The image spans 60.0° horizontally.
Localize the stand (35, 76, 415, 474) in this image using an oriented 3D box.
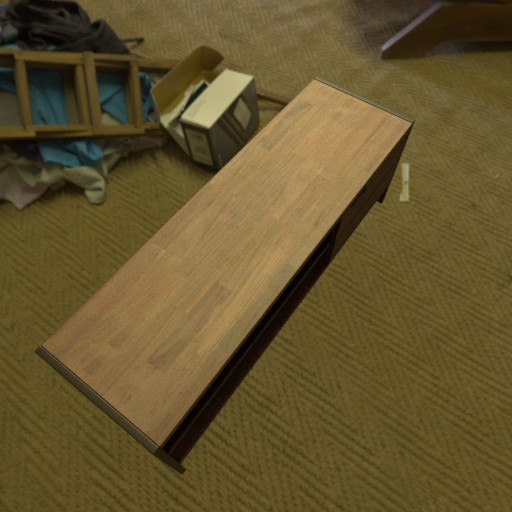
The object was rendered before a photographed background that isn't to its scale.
[{"bbox_3d":[0.000,0.000,1.692,0.454,0.506,1.480,32,64,18],"label":"stand"}]
